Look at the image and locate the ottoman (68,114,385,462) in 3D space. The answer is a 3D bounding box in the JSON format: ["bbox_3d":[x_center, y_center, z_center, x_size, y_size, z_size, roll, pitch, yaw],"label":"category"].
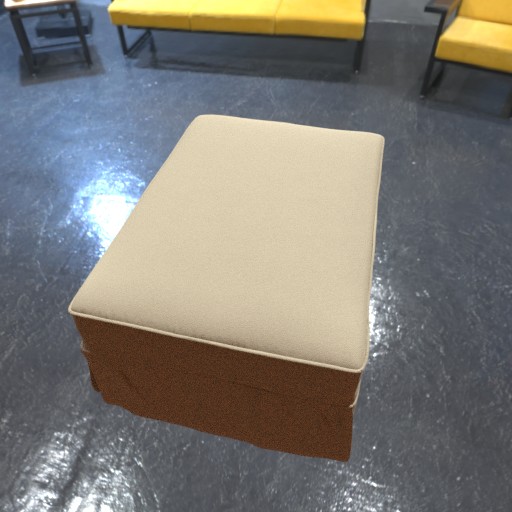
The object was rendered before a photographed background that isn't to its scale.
[{"bbox_3d":[0.000,0.000,1.332,0.721,0.482,0.959,10,46,9],"label":"ottoman"}]
